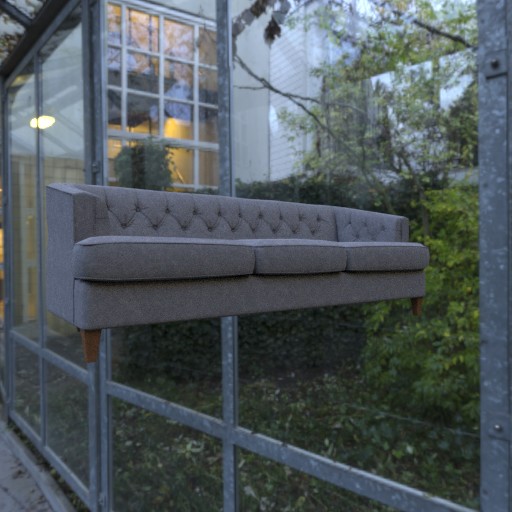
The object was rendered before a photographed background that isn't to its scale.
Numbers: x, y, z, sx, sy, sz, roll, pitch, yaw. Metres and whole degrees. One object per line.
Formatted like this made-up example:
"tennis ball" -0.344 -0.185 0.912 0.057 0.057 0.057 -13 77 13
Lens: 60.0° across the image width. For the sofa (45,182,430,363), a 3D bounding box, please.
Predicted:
"sofa" 0.000 0.000 2.649 2.247 0.806 0.917 0 1 -36
